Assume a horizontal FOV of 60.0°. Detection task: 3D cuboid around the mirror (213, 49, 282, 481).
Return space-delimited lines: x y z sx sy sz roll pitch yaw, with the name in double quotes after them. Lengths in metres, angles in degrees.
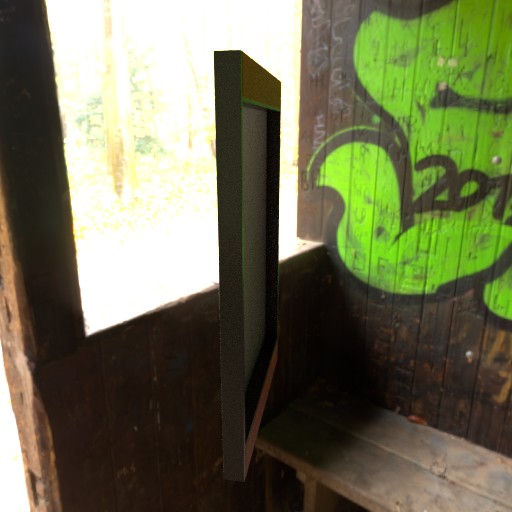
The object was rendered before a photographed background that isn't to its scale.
0.000 0.000 1.057 0.047 0.823 0.525 3 16 10 "mirror"
